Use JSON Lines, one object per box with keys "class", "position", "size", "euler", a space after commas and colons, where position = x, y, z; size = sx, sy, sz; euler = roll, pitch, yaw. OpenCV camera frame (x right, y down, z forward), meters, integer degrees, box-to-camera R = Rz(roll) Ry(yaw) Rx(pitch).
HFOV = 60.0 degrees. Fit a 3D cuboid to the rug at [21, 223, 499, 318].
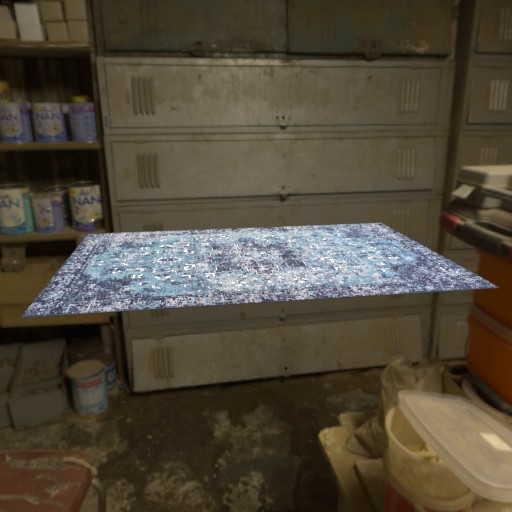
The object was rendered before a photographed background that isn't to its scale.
{"class": "rug", "position": [0.000, 0.000, 2.944], "size": [2.440, 0.007, 1.525], "euler": [-3, 18, -8]}
